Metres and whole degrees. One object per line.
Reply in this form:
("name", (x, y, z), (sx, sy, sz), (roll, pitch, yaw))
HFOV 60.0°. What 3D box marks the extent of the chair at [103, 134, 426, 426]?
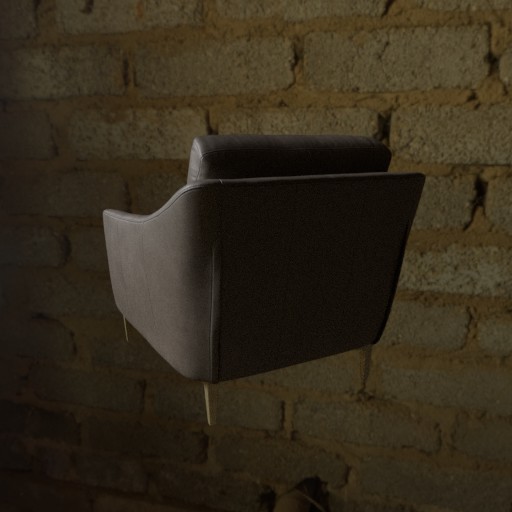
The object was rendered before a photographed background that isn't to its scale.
("chair", (0.000, 0.000, 1.701), (0.988, 0.901, 0.961), (-7, 17, -25))
